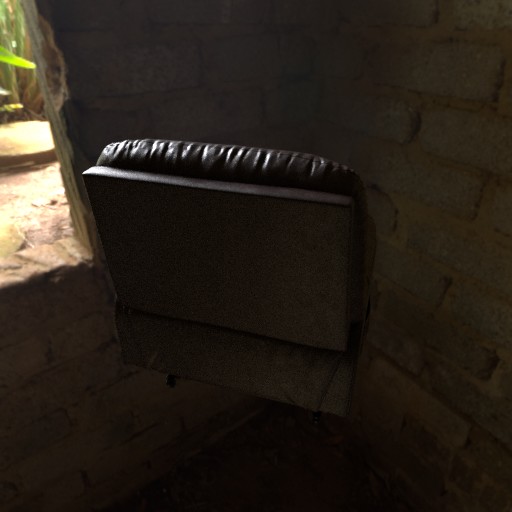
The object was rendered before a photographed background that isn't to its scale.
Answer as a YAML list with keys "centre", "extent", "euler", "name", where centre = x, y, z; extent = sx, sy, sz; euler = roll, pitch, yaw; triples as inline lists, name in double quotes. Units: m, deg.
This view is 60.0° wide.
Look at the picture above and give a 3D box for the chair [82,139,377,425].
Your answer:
- centre: [0.000, 0.000, 1.760]
  extent: [0.940, 1.041, 0.879]
  euler: [9, 31, 15]
  name: "chair"
